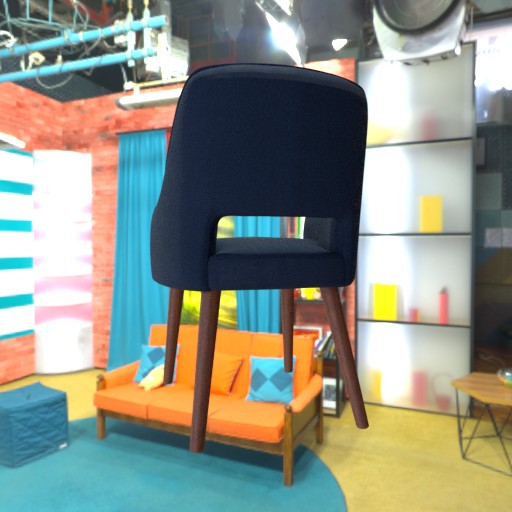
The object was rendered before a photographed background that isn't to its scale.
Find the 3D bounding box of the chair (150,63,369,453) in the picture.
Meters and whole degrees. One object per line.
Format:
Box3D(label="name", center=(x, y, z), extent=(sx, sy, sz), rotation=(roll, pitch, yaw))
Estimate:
Box3D(label="chair", center=(0.000, 0.000, 1.238), extent=(0.559, 0.844, 0.591), rotation=(0, 2, -18))
